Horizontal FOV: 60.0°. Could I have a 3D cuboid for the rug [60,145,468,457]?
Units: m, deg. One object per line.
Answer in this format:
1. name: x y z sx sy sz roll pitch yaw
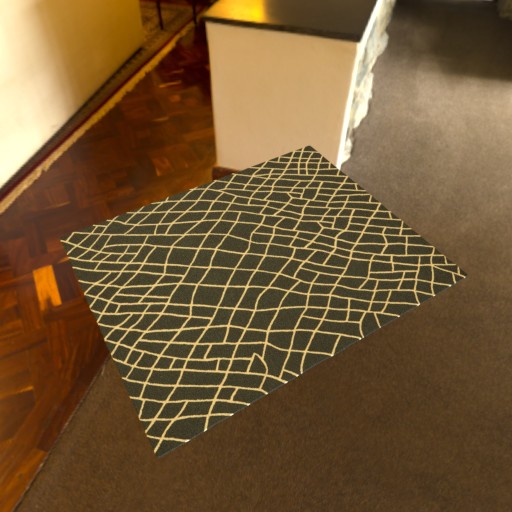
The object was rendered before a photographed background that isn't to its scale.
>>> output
1. rug: 0.000 0.000 4.193 3.047 0.022 2.439 -24 52 -21
